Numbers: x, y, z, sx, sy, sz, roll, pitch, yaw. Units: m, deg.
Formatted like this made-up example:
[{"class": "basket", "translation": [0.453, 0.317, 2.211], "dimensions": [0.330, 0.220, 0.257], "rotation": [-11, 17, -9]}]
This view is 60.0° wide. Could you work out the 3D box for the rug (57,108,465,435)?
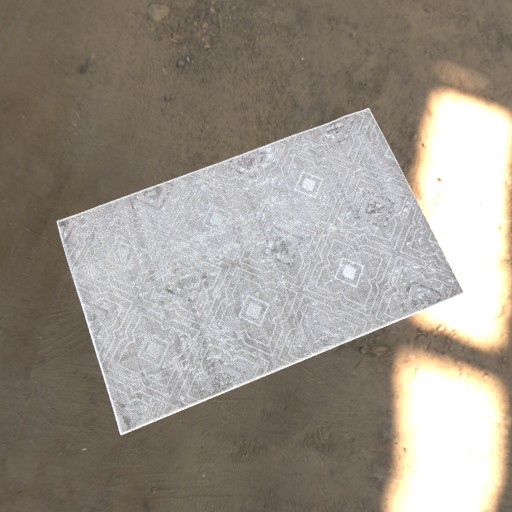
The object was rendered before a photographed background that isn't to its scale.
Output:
[{"class": "rug", "translation": [0.000, 0.000, 3.077], "dimensions": [2.447, 0.036, 1.537], "rotation": [-21, 77, -5]}]
